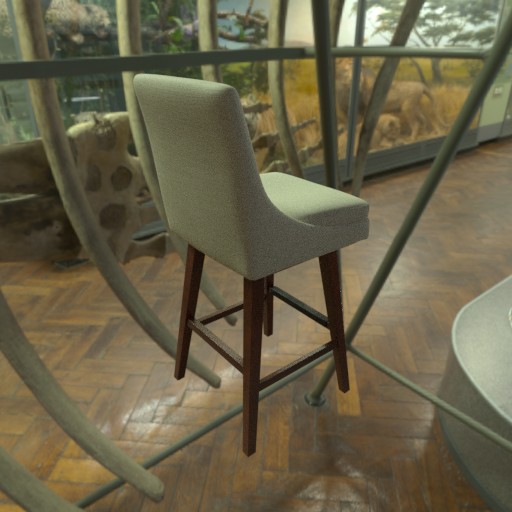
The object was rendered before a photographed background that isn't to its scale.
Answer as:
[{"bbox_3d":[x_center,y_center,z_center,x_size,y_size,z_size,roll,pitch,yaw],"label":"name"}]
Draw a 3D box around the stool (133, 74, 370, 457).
[{"bbox_3d":[0.000,0.000,1.429,0.559,1.097,0.470,-19,32,-34],"label":"stool"}]
